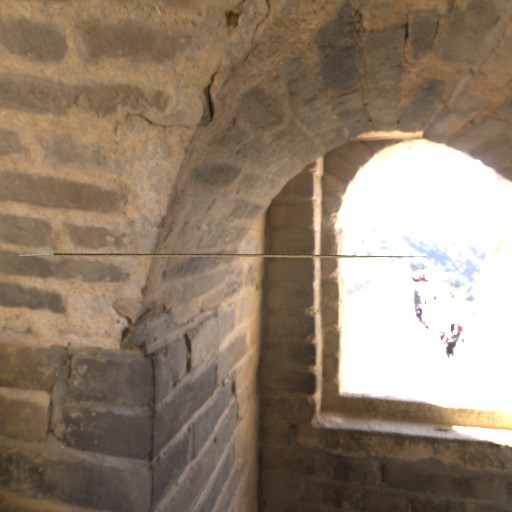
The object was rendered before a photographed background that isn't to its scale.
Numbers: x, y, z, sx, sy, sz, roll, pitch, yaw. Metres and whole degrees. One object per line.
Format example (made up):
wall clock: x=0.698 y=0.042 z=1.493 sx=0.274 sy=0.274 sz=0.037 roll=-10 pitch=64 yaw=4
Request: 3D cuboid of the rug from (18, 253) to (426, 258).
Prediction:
rug: x=0.000 y=0.000 z=2.550 sx=2.340 sy=0.013 sz=0.686 roll=0 pitch=-1 yaw=-36
